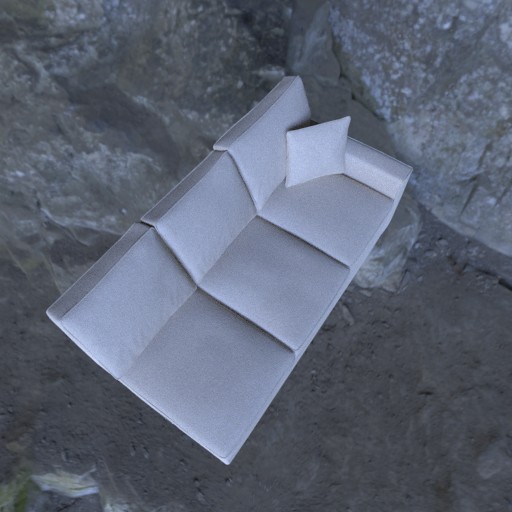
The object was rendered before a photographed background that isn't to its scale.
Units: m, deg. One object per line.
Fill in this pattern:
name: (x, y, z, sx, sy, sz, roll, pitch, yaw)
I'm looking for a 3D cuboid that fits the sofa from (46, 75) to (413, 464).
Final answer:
sofa: (0.000, 0.000, 2.559, 1.034, 0.946, 1.963, 31, 64, 17)
